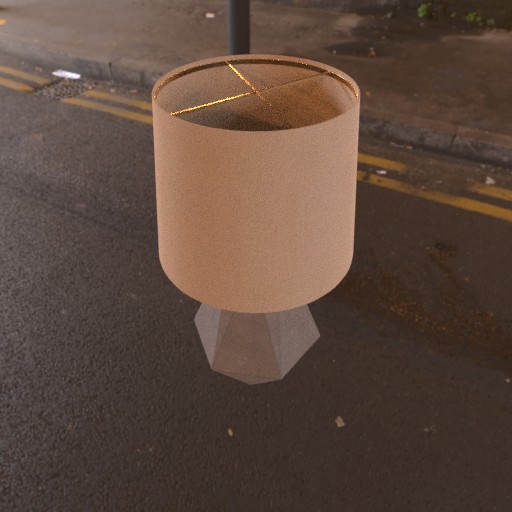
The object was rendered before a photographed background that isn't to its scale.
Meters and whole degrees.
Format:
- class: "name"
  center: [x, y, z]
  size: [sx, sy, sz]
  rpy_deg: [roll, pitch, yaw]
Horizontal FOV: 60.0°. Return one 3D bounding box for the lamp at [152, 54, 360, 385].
- class: "lamp"
  center: [0.000, 0.000, 0.658]
  size: [0.276, 0.501, 0.276]
  rpy_deg: [0, 41, 0]
